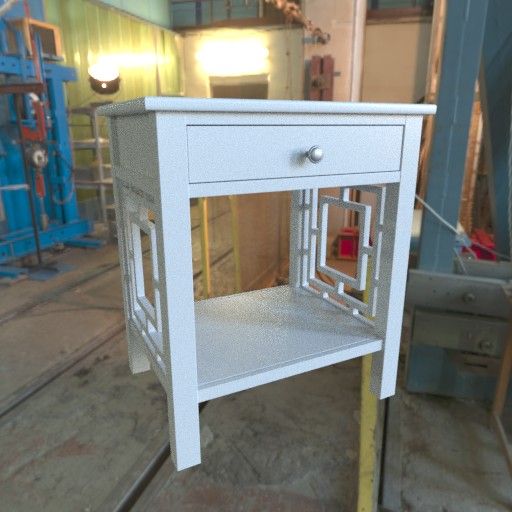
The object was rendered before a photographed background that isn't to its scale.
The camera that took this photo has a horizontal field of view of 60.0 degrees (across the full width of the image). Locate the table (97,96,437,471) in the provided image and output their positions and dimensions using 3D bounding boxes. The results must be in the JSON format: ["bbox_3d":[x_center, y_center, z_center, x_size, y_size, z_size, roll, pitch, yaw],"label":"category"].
[{"bbox_3d":[0.000,0.000,1.004,0.564,0.646,0.451,-8,18,-26],"label":"table"}]
